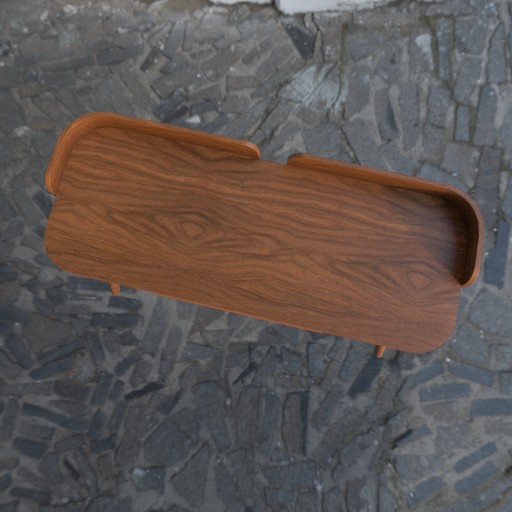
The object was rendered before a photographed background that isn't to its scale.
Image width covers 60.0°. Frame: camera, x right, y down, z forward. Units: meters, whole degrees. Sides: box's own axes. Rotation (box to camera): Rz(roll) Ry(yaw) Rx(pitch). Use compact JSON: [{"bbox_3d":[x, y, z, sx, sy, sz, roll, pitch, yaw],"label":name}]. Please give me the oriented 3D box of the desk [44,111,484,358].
[{"bbox_3d":[0.000,0.000,1.635,1.256,0.800,0.486,13,78,3],"label":"desk"}]
